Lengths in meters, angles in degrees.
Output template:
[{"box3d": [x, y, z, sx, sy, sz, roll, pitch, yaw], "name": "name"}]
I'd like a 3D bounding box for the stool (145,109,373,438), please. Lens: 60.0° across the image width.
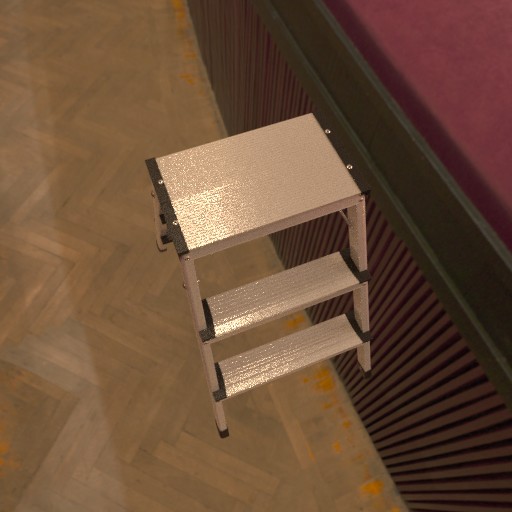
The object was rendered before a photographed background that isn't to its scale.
[{"box3d": [0.000, 0.000, 1.037, 0.437, 0.605, 0.622, -19, 64, -10], "name": "stool"}]
